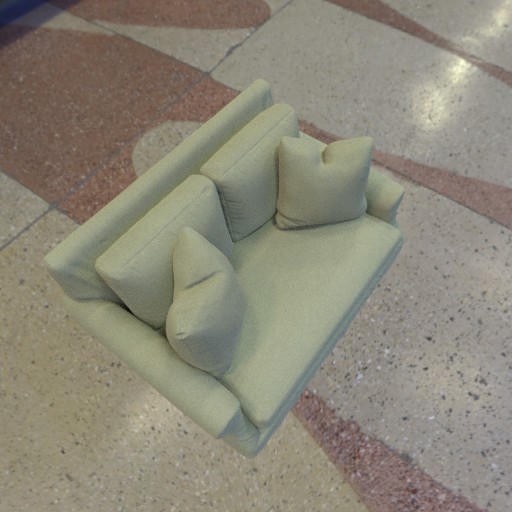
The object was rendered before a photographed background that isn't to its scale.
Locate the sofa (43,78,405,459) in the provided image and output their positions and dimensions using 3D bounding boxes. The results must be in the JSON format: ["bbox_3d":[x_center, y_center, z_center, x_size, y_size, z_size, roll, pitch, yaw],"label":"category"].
[{"bbox_3d":[0.000,0.000,2.177,1.070,0.905,1.550,33,64,19],"label":"sofa"}]
